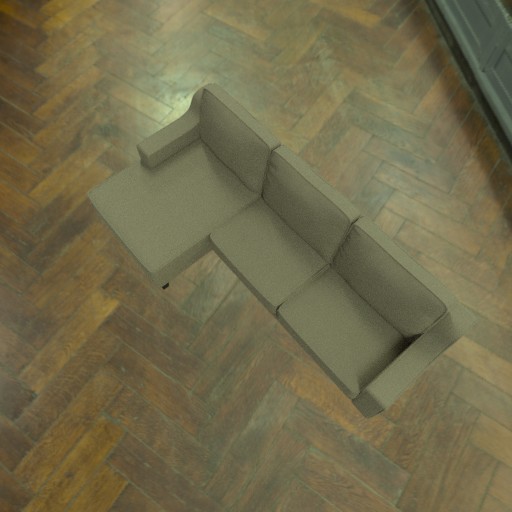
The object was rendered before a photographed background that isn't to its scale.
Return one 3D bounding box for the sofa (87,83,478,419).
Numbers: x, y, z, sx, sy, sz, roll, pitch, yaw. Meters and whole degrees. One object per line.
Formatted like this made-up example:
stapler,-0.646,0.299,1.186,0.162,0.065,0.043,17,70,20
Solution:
sofa,0.000,0.000,3.106,1.294,0.928,2.561,-38,69,-17
